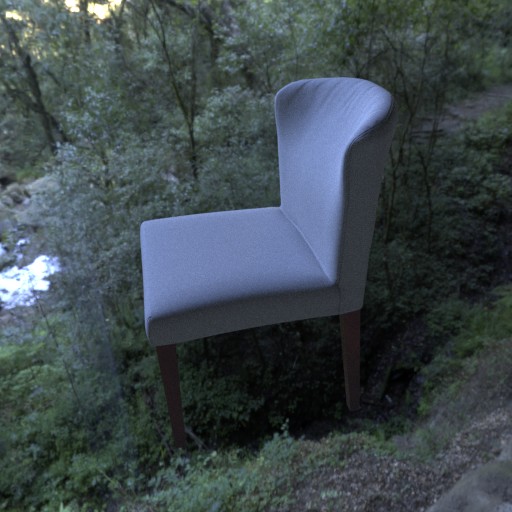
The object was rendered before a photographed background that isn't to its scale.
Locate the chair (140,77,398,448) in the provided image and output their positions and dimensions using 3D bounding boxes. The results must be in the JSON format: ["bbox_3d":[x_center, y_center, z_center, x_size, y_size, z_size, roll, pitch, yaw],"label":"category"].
[{"bbox_3d":[0.000,0.000,1.169,0.592,0.839,0.491,-8,32,-12],"label":"chair"}]
